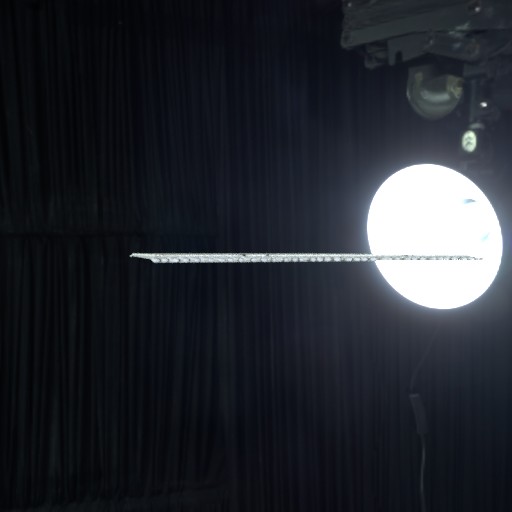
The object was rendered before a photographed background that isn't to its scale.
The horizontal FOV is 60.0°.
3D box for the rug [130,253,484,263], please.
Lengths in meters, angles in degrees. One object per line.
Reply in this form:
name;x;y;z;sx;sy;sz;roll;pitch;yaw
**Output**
rug;0.000;0.000;2.872;1.494;0.031;2.307;0;0;-18
